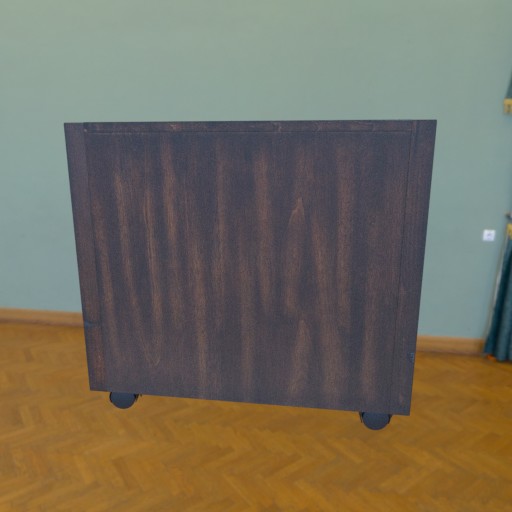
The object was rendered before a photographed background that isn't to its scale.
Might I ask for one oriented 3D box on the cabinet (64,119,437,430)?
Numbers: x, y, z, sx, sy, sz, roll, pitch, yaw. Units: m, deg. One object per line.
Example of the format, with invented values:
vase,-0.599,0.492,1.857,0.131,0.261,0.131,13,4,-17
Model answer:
cabinet,0.000,0.000,0.818,0.500,0.455,0.402,2,14,8
